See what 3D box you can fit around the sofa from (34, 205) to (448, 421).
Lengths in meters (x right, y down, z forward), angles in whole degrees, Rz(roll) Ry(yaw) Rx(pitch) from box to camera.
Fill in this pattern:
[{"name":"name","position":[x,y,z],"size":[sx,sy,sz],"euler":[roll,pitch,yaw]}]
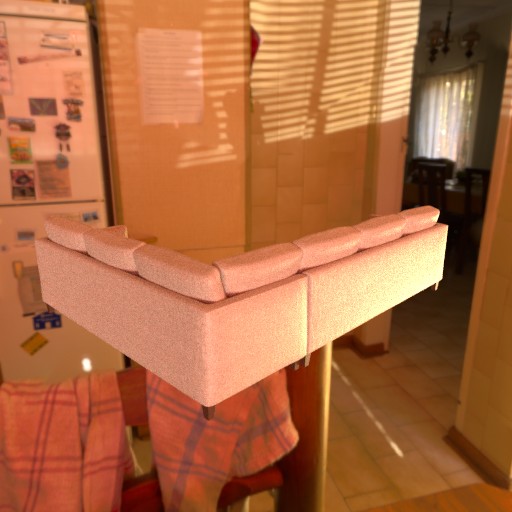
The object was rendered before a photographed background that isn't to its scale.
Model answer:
[{"name":"sofa","position":[0.000,0.000,4.421],"size":[2.522,0.934,3.333],"euler":[15,21,42]}]
